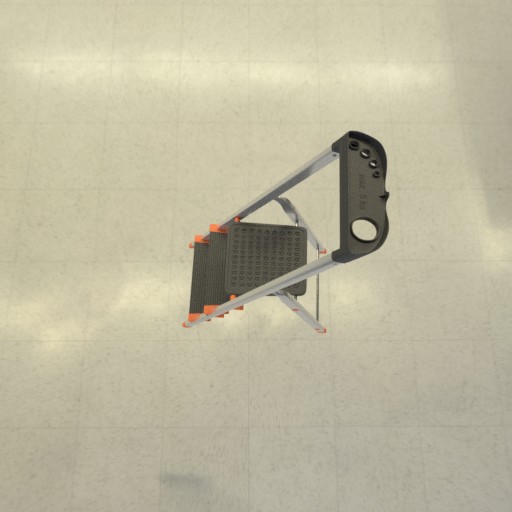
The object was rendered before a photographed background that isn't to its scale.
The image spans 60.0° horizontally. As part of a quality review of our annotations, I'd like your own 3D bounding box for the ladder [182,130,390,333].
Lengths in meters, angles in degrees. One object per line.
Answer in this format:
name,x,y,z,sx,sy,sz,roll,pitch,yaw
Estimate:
ladder,0.000,0.000,1.568,0.686,1.229,0.416,2,75,1
